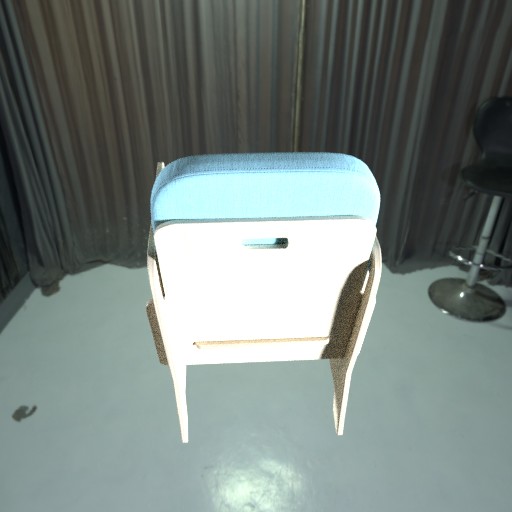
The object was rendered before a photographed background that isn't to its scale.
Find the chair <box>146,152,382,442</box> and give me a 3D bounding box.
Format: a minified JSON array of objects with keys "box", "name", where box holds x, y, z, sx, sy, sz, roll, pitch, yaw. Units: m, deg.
[{"box":[0.000,0.000,1.262,0.590,0.800,0.710,-2,32,-3],"name":"chair"}]
